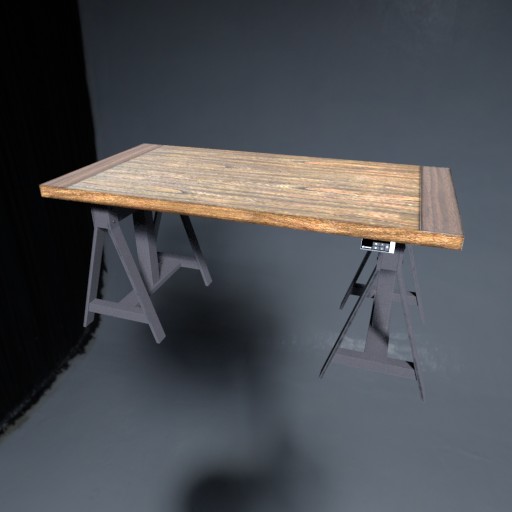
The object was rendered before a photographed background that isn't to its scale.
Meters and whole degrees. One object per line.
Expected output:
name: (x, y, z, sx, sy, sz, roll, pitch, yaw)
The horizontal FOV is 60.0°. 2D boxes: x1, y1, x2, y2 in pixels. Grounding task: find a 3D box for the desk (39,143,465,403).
desk: (0.000, 0.000, 1.977, 1.543, 0.725, 0.784, 9, 28, 16)
